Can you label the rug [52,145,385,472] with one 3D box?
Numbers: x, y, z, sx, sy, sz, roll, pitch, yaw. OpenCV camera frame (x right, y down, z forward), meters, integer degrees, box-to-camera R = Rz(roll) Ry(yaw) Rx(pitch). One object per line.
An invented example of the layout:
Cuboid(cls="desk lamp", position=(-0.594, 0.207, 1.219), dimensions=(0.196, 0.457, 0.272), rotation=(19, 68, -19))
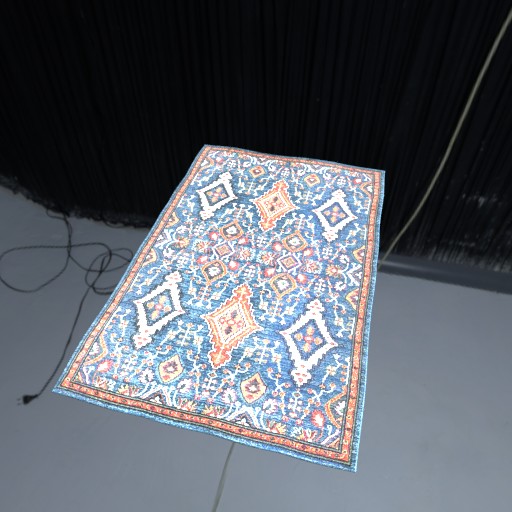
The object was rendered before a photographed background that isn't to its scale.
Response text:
Cuboid(cls="rug", position=(0.000, 0.000, 2.246), dimensions=(1.195, 0.014, 1.847), rotation=(11, 47, 10))
